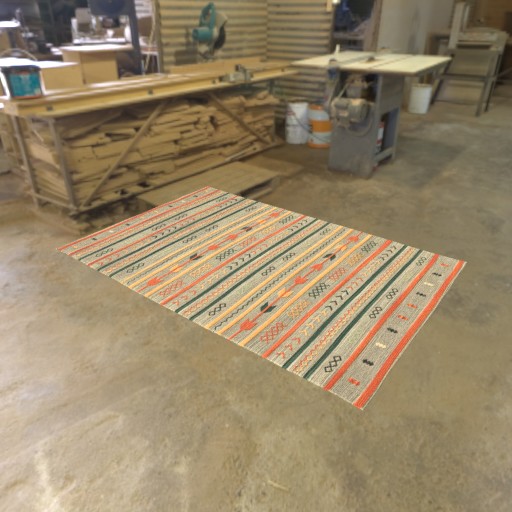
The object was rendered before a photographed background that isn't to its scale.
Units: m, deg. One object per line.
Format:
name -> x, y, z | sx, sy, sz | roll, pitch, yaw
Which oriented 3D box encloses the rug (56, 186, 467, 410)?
rug -> 0.000, 0.000, 2.368 | 1.835, 0.017, 1.220 | 21, 35, 32
